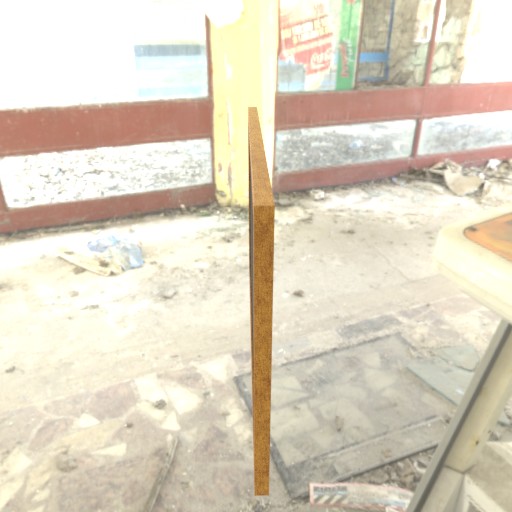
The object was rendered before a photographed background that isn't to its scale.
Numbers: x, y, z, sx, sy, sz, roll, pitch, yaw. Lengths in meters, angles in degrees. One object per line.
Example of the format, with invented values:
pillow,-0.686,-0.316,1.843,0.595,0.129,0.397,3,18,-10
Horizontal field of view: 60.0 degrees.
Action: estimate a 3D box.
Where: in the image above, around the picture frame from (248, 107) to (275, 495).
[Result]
picture frame,0.000,0.000,1.168,0.029,0.621,0.922,-1,27,-1
